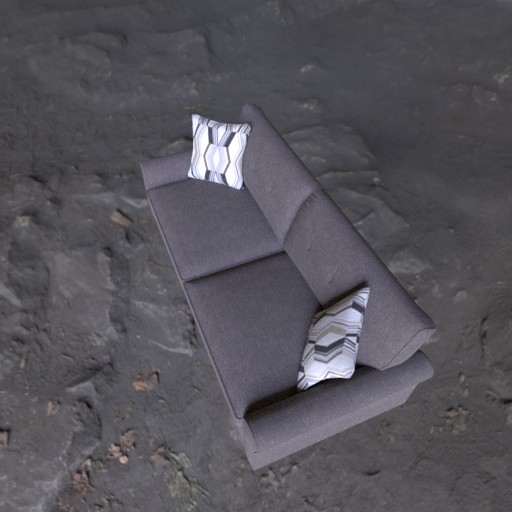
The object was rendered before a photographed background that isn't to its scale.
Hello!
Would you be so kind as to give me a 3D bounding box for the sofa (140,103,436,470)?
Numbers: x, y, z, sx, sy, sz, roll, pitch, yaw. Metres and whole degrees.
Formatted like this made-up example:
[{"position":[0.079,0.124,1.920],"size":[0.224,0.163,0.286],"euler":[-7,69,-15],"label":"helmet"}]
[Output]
[{"position":[0.000,0.000,2.540],"size":[0.889,0.813,2.032],"euler":[-18,51,-15],"label":"sofa"}]
